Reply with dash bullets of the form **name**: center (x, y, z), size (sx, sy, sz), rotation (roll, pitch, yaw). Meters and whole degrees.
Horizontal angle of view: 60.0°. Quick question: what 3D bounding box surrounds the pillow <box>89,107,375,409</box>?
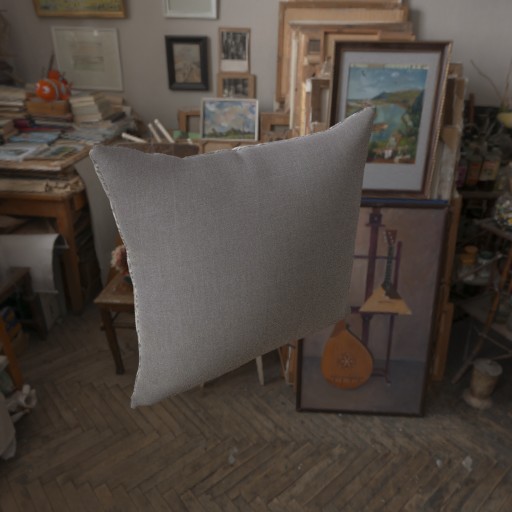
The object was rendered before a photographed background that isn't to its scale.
- **pillow**: center (0.000, 0.000, 0.825), size (0.546, 0.487, 0.180), rotation (-18, 33, -29)
